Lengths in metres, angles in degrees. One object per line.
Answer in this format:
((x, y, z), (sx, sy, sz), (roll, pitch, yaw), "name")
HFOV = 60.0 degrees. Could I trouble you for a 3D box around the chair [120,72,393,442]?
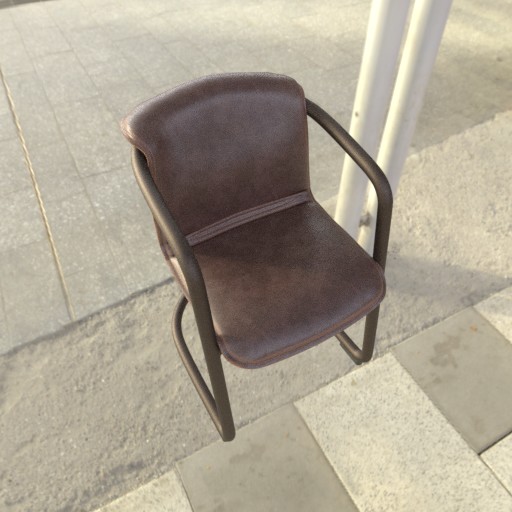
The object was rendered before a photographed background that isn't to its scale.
((0.000, 0.000, 1.253), (0.536, 0.836, 0.664), (-23, 51, -20), "chair")
